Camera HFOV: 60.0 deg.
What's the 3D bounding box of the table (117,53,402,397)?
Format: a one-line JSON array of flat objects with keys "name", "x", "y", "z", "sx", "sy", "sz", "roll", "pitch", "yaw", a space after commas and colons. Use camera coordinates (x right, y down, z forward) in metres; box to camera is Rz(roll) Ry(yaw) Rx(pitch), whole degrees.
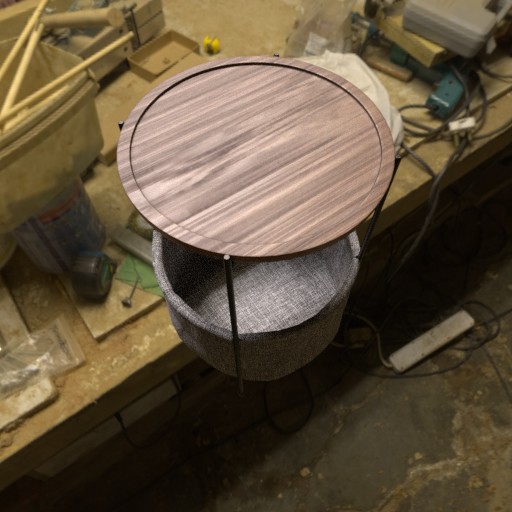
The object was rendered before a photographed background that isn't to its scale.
[{"name": "table", "x": 0.000, "y": 0.000, "z": 0.886, "sx": 0.400, "sy": 0.623, "sz": 0.400, "roll": -31, "pitch": 63, "yaw": -18}]
